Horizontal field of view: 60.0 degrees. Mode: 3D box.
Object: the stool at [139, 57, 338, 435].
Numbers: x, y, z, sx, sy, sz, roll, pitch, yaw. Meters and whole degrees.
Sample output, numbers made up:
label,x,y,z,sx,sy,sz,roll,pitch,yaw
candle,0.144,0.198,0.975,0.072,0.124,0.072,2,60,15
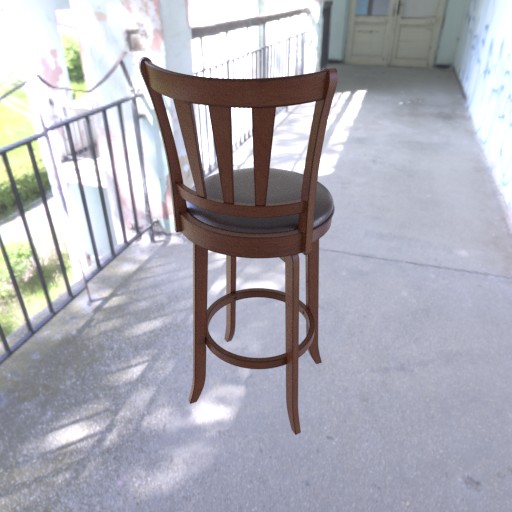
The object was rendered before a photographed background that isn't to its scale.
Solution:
label,x,y,z,sx,sy,sz,roll,pitch,yaw
stool,0.000,0.000,1.398,0.464,1.177,0.503,10,33,16
